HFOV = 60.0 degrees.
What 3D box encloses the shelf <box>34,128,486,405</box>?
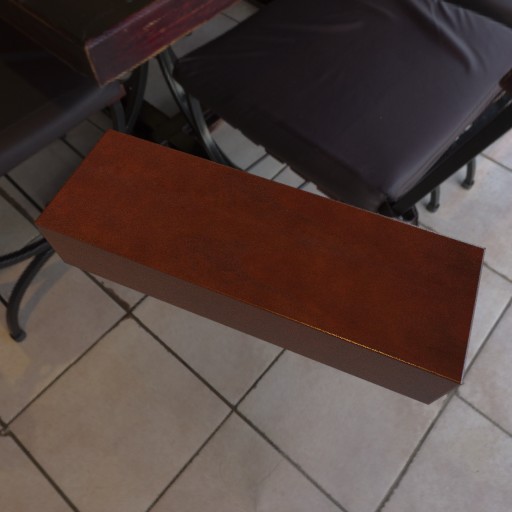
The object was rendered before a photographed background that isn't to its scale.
[{"bbox_3d":[0.000,0.000,0.510,0.457,0.088,0.152,19,62,11],"label":"shelf"}]
